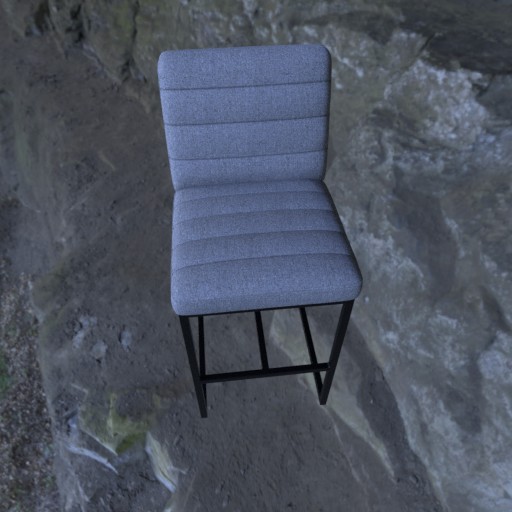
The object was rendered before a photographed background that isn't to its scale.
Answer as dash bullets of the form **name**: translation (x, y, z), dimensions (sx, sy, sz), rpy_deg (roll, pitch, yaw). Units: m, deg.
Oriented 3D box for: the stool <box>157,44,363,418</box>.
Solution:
- **stool**: translation (0.000, 0.000, 1.341), dimensions (0.459, 1.034, 0.571), rpy_deg (-5, 47, -4)
